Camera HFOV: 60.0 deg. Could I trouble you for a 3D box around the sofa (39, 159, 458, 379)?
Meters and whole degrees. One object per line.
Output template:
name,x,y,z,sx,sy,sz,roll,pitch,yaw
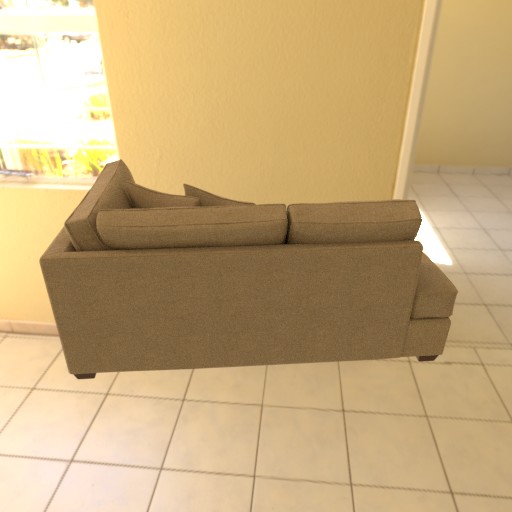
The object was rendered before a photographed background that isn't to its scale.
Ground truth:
sofa,0.000,0.000,2.870,2.238,1.019,1.110,-2,29,-4
